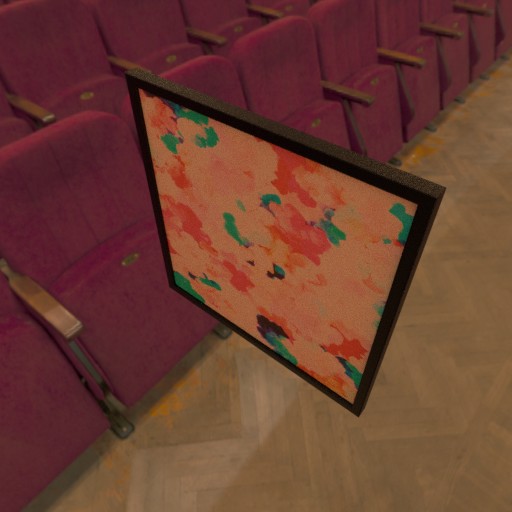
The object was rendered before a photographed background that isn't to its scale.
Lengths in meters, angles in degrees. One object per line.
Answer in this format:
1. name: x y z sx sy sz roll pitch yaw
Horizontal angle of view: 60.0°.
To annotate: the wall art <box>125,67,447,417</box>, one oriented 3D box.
1. wall art: 0.000 0.000 1.134 0.756 0.755 0.036 30 52 27
